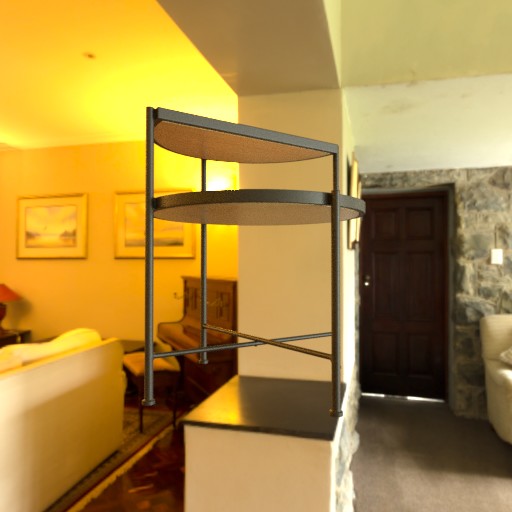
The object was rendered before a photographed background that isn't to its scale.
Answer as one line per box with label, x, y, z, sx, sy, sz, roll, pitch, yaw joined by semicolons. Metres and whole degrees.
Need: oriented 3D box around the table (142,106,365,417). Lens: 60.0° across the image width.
table;0.000;0.000;1.193;0.629;0.684;0.628;1;-1;-35
